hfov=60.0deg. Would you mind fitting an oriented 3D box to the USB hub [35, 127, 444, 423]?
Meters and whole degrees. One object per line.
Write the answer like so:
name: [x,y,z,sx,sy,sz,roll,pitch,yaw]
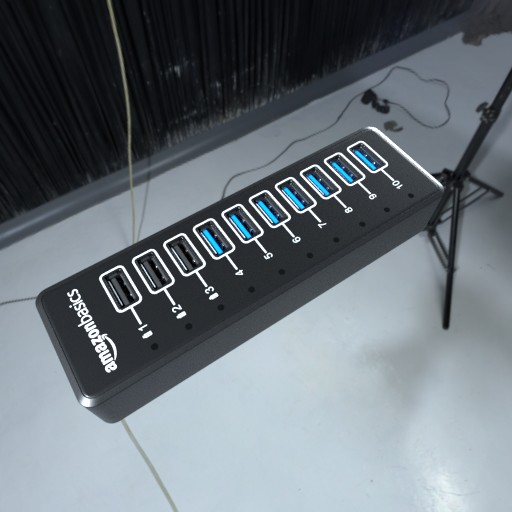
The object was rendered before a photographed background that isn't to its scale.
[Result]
USB hub: [0.000,0.000,0.163,0.145,0.023,0.044,-29,63,-17]
